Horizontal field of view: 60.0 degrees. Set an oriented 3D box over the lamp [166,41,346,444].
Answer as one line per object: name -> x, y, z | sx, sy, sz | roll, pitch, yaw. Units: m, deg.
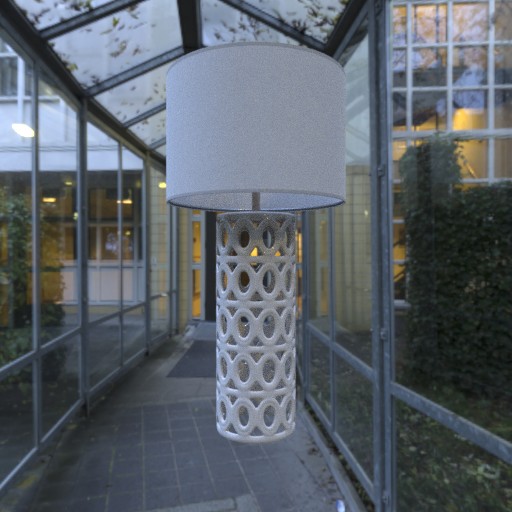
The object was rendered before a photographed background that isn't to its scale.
lamp -> 0.000, 0.000, 0.819 | 0.325, 0.636, 0.324 | 0, 0, -1
